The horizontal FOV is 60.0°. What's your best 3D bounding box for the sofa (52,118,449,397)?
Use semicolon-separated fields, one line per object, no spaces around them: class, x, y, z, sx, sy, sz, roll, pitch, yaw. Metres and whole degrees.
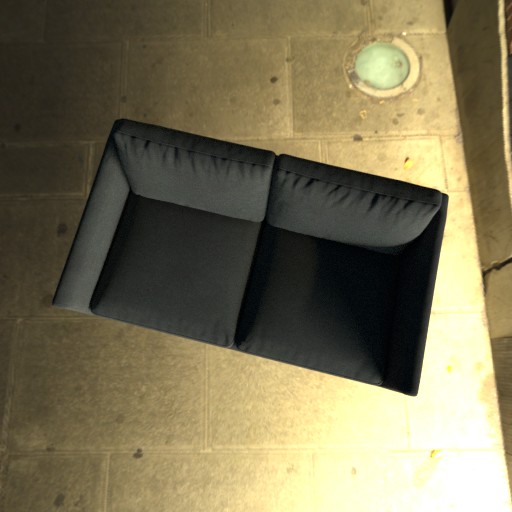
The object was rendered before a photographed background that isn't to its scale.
sofa;0.000;0.000;2.526;1.909;0.845;1.091;13;78;3
